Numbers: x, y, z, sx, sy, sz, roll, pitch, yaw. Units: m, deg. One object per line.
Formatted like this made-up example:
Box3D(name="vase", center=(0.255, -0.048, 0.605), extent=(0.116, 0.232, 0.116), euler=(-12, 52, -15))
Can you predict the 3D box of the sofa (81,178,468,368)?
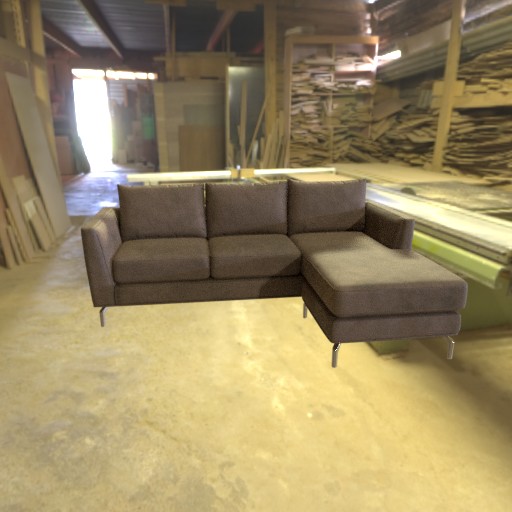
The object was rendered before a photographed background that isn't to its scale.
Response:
Box3D(name="sofa", center=(0.000, 0.000, 3.285), extent=(2.438, 0.987, 1.622), euler=(-2, 17, -8))
